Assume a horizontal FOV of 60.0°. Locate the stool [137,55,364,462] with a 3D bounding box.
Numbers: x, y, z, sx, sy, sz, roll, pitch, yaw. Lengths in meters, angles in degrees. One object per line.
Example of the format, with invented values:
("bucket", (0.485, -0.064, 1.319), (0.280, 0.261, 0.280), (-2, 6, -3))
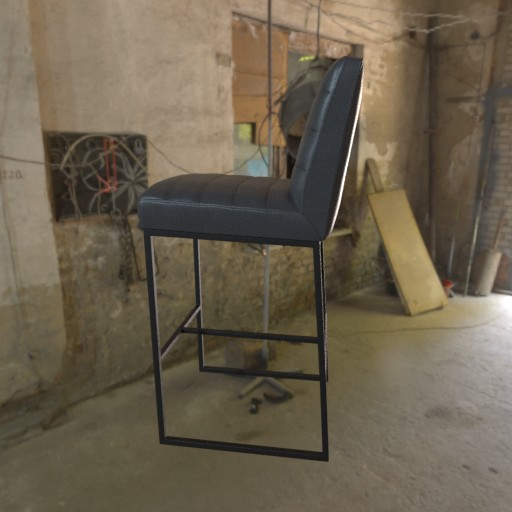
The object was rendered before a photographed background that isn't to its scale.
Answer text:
("stool", (0.000, 0.000, 1.330), (0.552, 1.040, 0.457), (2, 15, 8))
